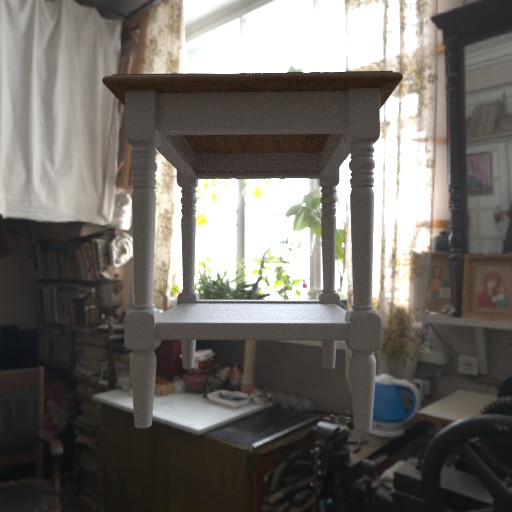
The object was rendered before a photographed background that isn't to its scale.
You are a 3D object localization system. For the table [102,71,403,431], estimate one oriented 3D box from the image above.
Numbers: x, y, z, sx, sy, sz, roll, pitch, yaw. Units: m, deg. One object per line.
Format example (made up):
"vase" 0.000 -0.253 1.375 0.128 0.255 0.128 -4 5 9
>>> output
"table" 0.000 0.000 0.923 0.457 0.561 0.508 0 -1 2
